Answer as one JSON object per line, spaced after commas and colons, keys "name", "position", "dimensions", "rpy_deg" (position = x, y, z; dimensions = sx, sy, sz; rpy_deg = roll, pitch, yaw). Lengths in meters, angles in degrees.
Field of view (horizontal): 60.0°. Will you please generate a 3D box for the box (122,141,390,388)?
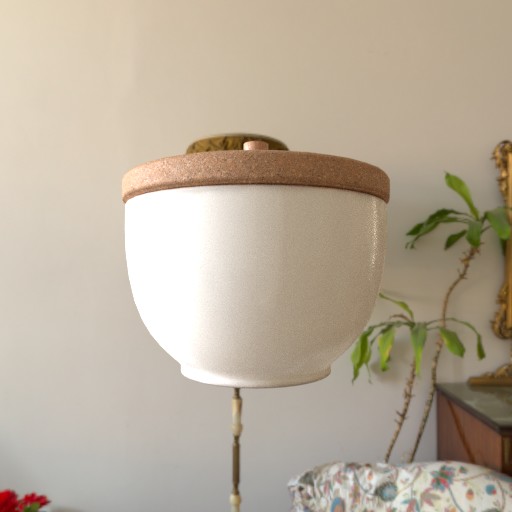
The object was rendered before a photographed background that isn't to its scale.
{"name": "box", "position": [0.000, 0.000, 0.185], "dimensions": [0.107, 0.094, 0.107], "rpy_deg": [0, -2, 0]}
